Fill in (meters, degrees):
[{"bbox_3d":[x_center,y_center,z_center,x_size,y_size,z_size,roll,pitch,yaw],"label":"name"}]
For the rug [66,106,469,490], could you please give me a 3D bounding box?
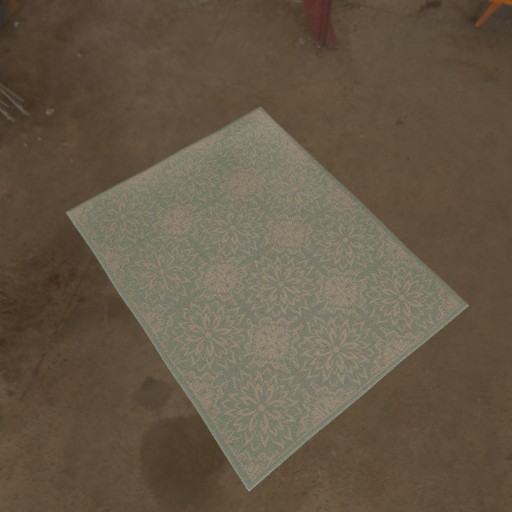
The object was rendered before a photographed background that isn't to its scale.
[{"bbox_3d":[0.000,0.000,4.054,2.363,0.012,2.980,-33,67,-17],"label":"rug"}]
